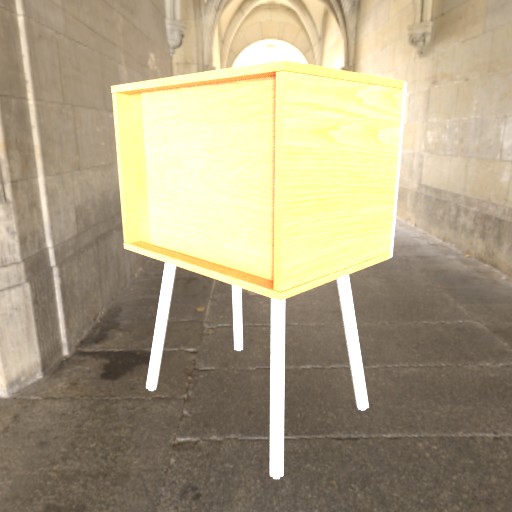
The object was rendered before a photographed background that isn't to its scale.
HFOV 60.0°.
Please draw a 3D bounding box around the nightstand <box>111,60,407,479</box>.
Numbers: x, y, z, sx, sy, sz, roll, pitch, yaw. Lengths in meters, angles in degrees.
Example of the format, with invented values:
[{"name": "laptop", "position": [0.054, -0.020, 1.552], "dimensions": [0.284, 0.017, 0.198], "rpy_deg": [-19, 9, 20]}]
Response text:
[{"name": "nightstand", "position": [0.000, 0.000, 0.828], "dimensions": [0.400, 0.601, 0.316], "rpy_deg": [14, 21, 43]}]
